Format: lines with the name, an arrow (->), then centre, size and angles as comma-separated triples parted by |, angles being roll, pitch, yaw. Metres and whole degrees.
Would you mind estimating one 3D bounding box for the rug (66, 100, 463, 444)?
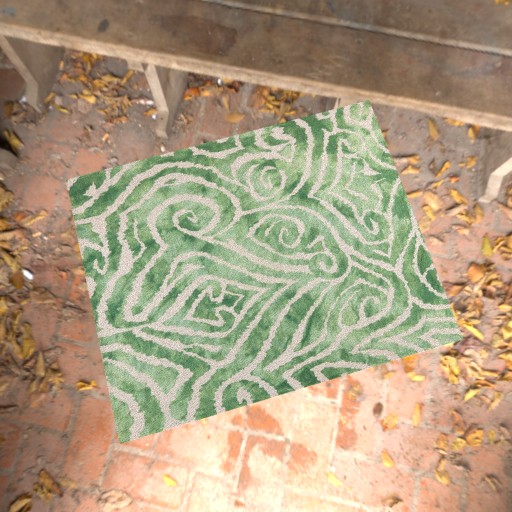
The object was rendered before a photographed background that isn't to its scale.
rug -> 0.000, 0.000, 4.028 | 3.045, 0.007, 2.436 | -16, 77, -4
